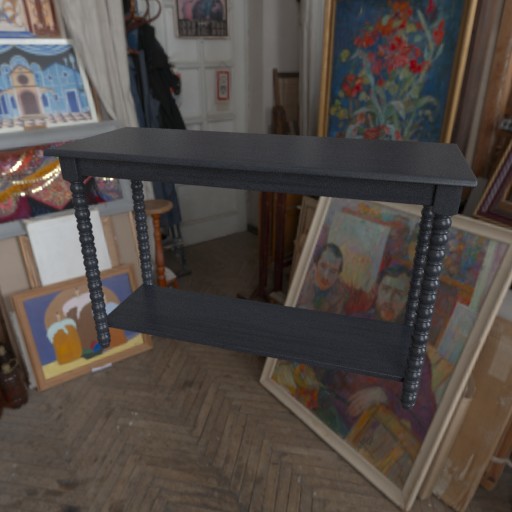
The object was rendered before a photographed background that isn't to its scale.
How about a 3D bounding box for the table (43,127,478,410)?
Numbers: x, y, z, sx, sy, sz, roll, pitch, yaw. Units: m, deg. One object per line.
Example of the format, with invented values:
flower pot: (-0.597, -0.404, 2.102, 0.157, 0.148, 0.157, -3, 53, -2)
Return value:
table: (0.000, 0.000, 1.501, 1.184, 0.735, 0.459, 7, 26, 15)
